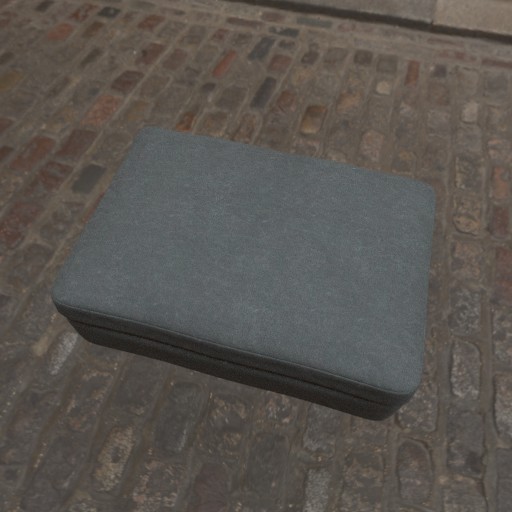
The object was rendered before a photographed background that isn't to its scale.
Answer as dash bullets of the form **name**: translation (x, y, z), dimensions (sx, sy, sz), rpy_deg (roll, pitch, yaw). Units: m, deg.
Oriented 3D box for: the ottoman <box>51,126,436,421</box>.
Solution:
- **ottoman**: translation (0.000, 0.000, 1.633), dimensions (1.199, 0.429, 0.840), rpy_deg (13, 60, 8)
